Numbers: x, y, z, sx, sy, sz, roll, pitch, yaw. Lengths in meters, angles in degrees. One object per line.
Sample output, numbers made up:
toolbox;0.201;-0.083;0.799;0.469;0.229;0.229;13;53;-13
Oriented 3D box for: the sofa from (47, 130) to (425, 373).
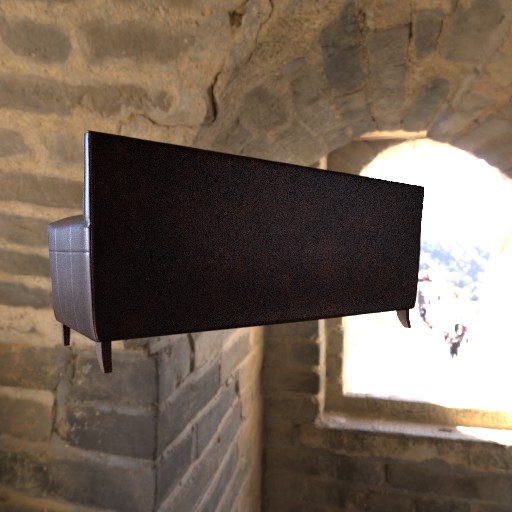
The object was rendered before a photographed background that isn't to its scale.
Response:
sofa;0.000;0.000;2.429;1.995;0.871;0.786;0;-1;-36
